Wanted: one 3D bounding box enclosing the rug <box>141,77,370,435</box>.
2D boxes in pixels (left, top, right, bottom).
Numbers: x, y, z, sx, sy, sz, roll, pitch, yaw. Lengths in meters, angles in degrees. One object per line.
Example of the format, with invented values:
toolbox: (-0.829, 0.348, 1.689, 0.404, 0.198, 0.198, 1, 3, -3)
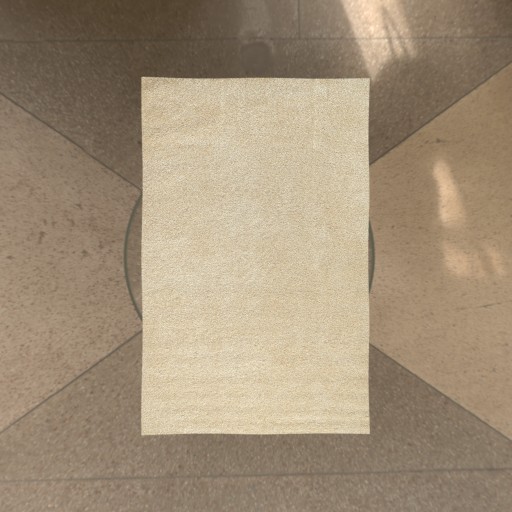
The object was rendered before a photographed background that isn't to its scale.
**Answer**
rug: (0.000, 0.000, 2.921, 1.500, 0.025, 2.346, 0, 90, -1)
